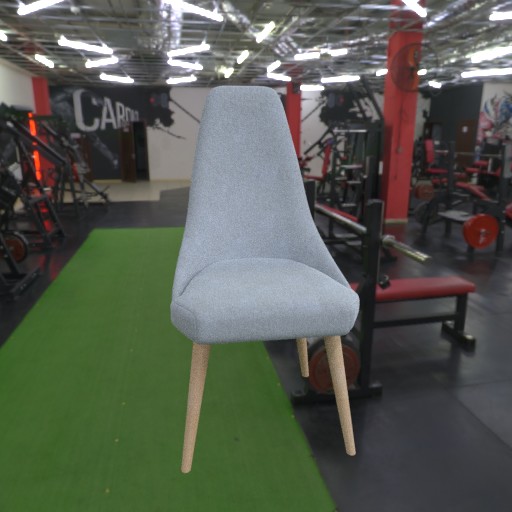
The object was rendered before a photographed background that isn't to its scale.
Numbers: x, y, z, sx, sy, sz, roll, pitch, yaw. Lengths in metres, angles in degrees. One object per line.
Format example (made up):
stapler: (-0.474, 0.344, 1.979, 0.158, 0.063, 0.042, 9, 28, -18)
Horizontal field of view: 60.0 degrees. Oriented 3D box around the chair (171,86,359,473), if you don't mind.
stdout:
chair: (0.000, 0.000, 1.367, 0.510, 1.040, 0.660, -2, 16, -8)
